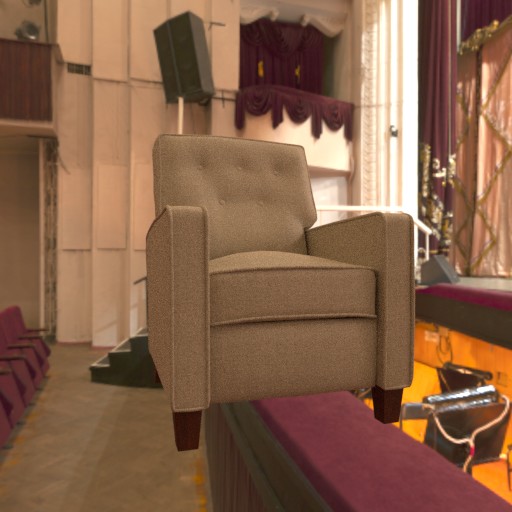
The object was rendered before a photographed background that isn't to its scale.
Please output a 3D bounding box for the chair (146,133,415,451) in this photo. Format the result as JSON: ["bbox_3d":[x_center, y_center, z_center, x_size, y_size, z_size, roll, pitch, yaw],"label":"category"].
[{"bbox_3d":[0.000,0.000,1.413,0.648,0.888,0.754,0,0,-18],"label":"chair"}]
